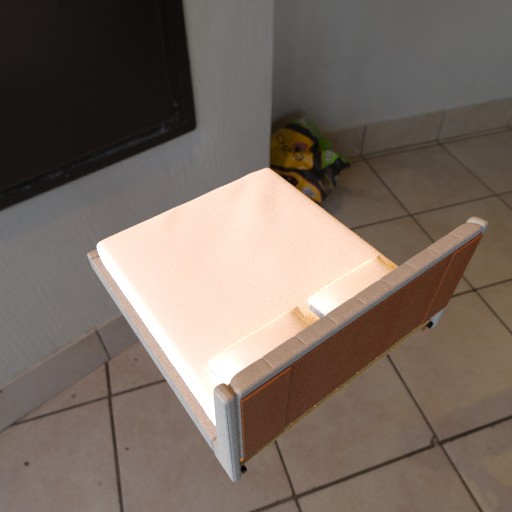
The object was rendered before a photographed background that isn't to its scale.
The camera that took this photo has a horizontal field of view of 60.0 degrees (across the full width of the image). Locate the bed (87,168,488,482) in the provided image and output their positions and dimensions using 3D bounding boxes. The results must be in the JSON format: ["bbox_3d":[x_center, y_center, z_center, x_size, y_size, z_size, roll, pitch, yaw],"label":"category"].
[{"bbox_3d":[0.000,0.000,3.529,2.062,1.289,2.342,-28,53,-24],"label":"bed"}]
